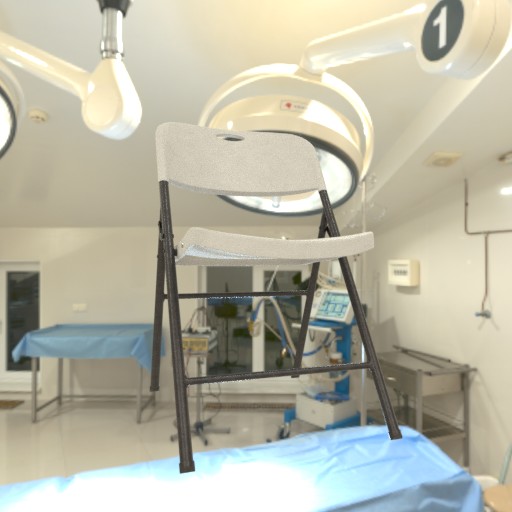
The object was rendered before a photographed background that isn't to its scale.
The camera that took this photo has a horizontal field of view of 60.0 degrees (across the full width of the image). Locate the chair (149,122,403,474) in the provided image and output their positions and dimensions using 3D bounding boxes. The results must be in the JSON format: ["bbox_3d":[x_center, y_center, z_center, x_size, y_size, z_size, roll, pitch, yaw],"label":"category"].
[{"bbox_3d":[0.000,0.000,1.161,0.494,0.810,0.566,0,-1,-19],"label":"chair"}]
